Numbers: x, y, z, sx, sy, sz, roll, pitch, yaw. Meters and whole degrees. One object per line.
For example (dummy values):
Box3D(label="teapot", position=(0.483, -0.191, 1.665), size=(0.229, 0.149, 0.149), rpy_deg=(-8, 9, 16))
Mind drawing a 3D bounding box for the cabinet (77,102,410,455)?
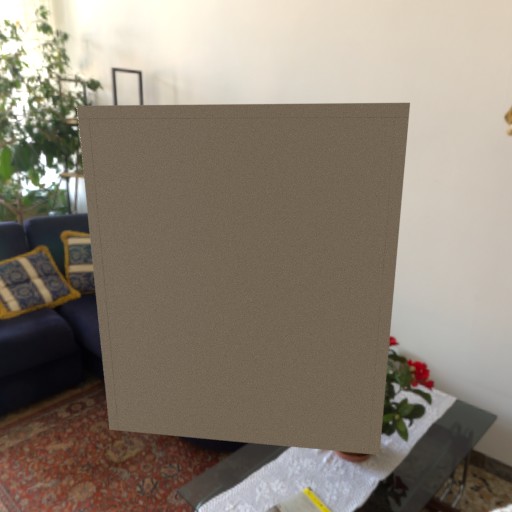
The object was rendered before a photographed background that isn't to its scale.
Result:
Box3D(label="cabinet", position=(0.000, 0.000, 0.759), size=(0.400, 0.470, 0.360), rpy_deg=(2, 15, 8))
